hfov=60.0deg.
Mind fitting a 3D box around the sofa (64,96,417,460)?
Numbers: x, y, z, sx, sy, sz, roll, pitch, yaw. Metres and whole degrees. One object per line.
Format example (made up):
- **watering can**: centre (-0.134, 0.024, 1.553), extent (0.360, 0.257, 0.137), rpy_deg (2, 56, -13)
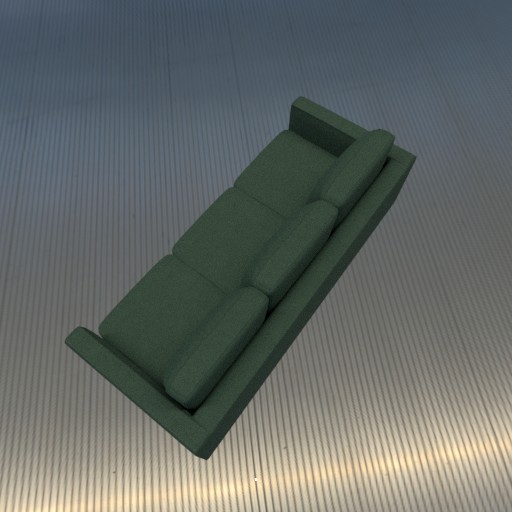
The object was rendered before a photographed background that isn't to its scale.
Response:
- **sofa**: centre (0.000, 0.000, 2.579), extent (0.879, 0.899, 2.029), rpy_deg (34, 68, 16)
